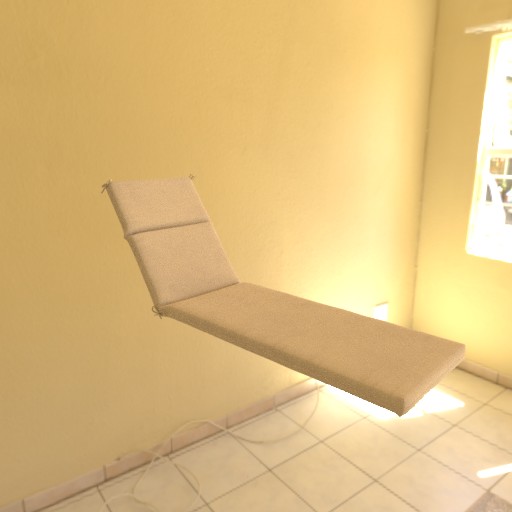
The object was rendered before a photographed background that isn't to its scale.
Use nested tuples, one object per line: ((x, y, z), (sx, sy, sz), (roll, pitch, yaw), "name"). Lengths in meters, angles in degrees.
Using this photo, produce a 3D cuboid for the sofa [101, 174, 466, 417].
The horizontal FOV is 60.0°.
((0.000, 0.000, 1.942), (1.663, 0.622, 0.582), (13, 19, 42), "sofa")
